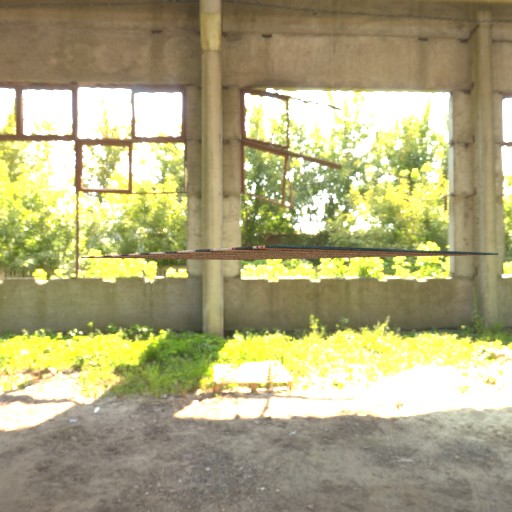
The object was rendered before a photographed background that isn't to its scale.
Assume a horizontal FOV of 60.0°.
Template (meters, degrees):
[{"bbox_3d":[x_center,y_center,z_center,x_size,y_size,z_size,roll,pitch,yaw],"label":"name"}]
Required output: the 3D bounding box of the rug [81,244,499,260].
[{"bbox_3d":[0.000,0.000,2.250,1.221,0.009,1.825,1,-2,-37],"label":"rug"}]
